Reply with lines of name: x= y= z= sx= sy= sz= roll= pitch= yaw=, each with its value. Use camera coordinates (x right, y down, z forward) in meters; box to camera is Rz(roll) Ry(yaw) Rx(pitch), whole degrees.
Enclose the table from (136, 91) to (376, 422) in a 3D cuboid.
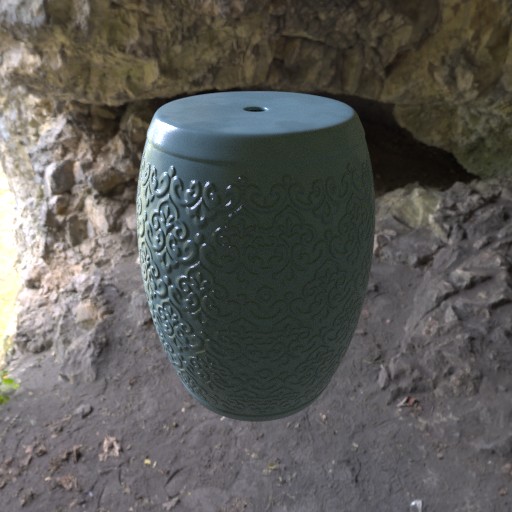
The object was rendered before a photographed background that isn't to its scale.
table: x=0.000 y=0.000 z=0.612 sx=0.309 sy=0.397 sz=0.309 roll=0 pitch=30 yaw=0
